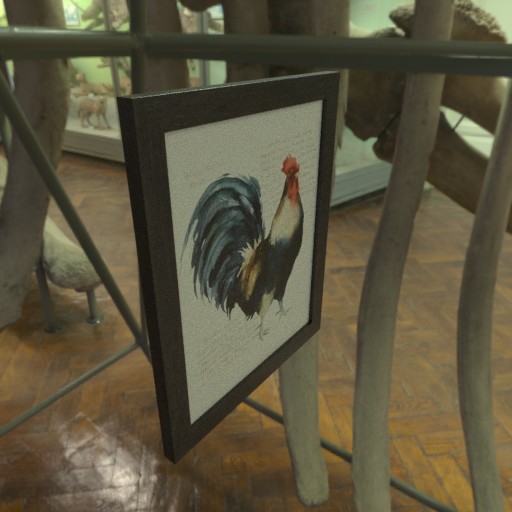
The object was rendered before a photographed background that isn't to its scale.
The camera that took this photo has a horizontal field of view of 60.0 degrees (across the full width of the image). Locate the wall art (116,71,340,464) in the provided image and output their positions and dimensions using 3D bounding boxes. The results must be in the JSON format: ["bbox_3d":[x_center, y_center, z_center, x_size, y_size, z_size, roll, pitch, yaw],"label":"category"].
[{"bbox_3d":[0.000,0.000,0.787,0.027,0.580,0.479,19,32,33],"label":"wall art"}]
